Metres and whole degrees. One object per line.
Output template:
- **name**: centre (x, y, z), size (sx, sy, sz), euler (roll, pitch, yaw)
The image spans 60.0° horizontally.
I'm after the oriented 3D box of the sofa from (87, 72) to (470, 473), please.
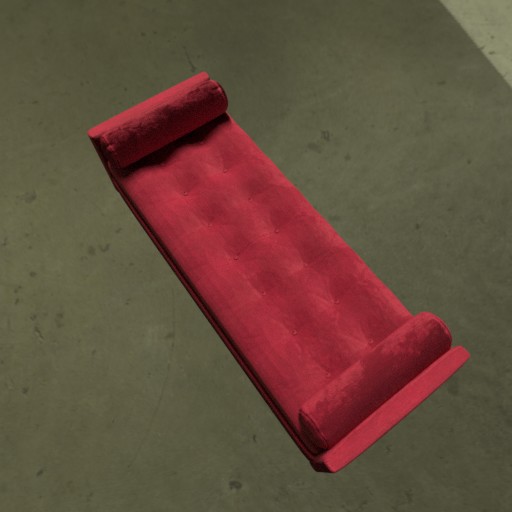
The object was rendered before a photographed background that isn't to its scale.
- **sofa**: centre (0.000, 0.000, 2.412), size (0.796, 0.705, 2.102), euler (-33, 69, -15)
